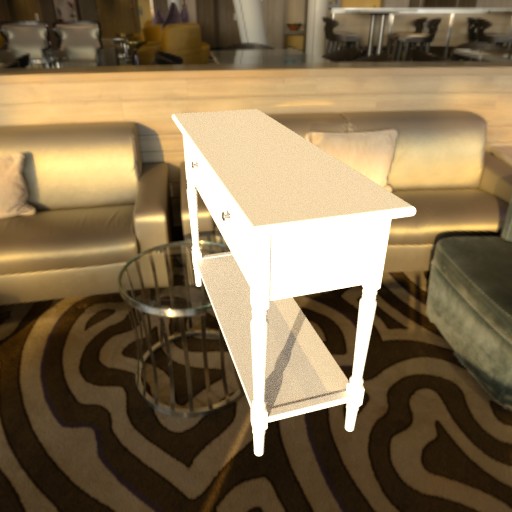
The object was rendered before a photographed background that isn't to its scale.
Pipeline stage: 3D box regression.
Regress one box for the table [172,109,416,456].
[{"bbox_3d":[0.000,0.000,1.630,0.386,0.814,1.191,-8,30,-15],"label":"table"}]
